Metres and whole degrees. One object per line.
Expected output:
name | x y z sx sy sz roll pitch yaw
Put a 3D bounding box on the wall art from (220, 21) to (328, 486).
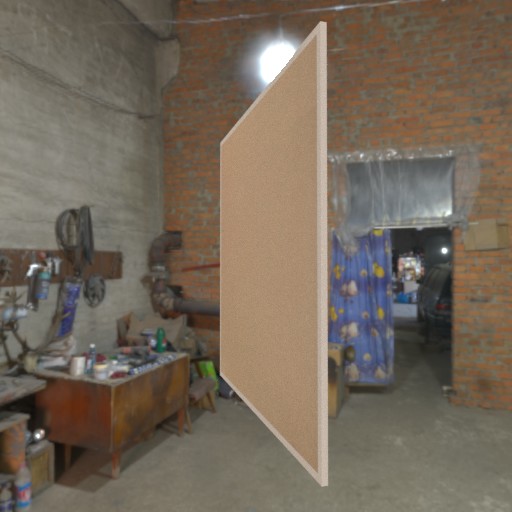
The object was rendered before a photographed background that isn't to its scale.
wall art | 0.000 0.000 1.159 0.012 0.809 0.809 0 -1 -17
